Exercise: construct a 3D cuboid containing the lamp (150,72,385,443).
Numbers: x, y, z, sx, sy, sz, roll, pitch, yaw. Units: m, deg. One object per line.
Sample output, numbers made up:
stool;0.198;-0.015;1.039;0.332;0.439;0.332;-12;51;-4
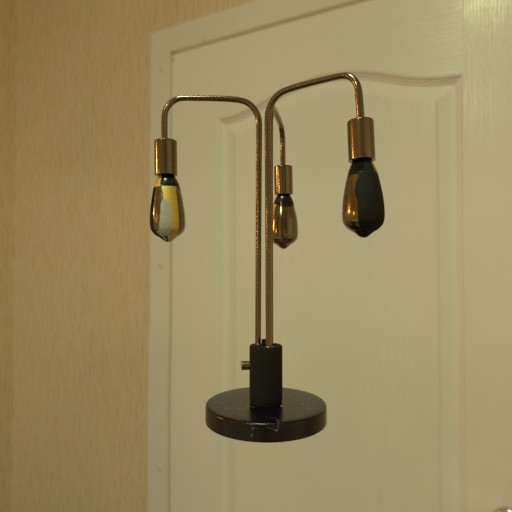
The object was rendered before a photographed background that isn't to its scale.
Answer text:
lamp;0.000;0.000;0.793;0.368;0.560;0.355;0;-1;-2
